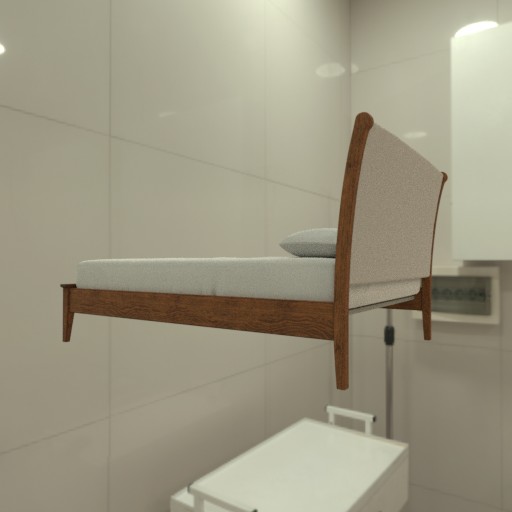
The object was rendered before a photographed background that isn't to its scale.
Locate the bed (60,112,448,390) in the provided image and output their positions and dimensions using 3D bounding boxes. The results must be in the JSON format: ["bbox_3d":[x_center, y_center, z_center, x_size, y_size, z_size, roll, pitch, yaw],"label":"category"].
[{"bbox_3d":[0.000,0.000,2.947,2.108,1.135,1.502,-1,-1,35],"label":"bed"}]
